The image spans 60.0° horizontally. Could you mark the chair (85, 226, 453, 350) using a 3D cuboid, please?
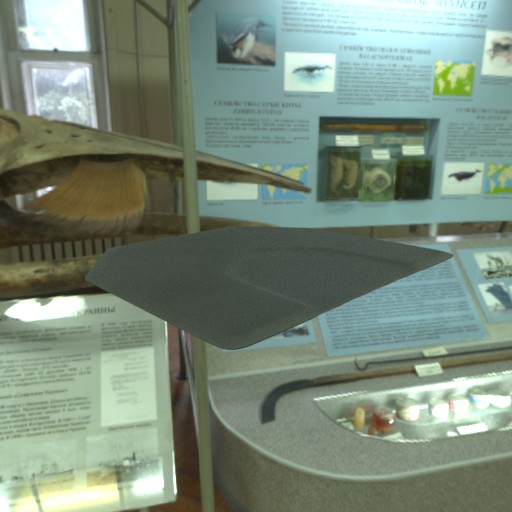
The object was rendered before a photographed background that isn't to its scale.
[{"bbox_3d":[0.000,0.000,1.967,1.372,0.024,1.219,-14,20,-43],"label":"chair"}]
